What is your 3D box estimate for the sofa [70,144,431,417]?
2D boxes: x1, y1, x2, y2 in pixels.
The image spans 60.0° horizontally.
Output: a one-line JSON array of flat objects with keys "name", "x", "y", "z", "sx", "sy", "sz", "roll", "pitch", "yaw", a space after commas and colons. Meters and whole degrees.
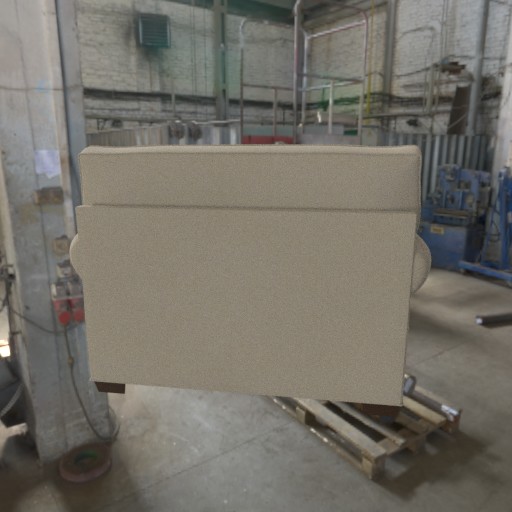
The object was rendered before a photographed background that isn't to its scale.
[{"name": "sofa", "x": 0.000, "y": 0.000, "z": 2.075, "sx": 1.405, "sy": 1.006, "sz": 0.937, "roll": 2, "pitch": 14, "yaw": 8}]
